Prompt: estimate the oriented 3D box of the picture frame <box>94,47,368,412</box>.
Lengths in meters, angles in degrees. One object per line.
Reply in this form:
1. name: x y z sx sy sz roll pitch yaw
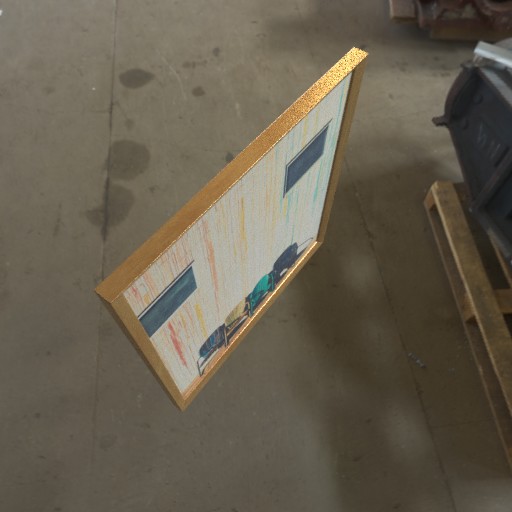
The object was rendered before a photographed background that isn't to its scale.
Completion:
1. picture frame: 0.000 0.000 1.146 0.037 0.761 0.758 34 65 18
